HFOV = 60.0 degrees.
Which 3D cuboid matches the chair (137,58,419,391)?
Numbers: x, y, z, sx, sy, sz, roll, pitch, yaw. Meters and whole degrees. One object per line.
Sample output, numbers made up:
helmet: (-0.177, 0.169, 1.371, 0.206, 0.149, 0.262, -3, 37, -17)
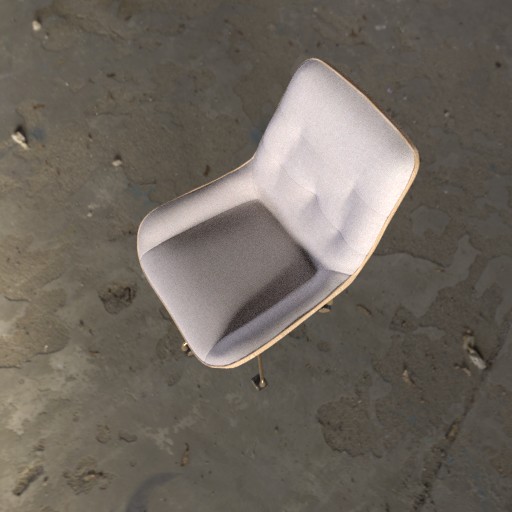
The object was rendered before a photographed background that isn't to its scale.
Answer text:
chair: (0.000, 0.000, 1.359, 0.668, 0.952, 0.564, -32, 68, -14)
